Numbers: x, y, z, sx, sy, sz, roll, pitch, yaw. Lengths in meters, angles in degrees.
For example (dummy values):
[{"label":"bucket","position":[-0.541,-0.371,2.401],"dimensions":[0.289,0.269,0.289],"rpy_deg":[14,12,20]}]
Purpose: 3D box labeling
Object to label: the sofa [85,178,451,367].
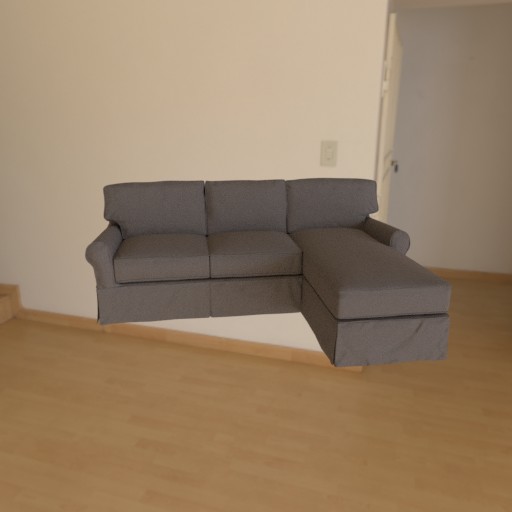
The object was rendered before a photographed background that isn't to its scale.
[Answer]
[{"label":"sofa","position":[0.000,0.000,3.351],"dimensions":[2.475,0.978,1.733],"rpy_deg":[-2,17,-8]}]
